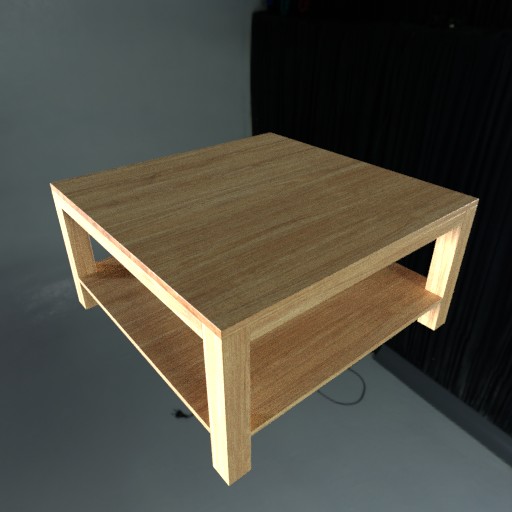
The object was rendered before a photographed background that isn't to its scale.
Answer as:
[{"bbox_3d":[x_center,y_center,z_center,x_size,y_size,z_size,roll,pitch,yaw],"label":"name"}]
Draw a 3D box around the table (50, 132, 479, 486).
[{"bbox_3d":[0.000,0.000,1.425,0.900,0.450,0.900,-23,38,-33],"label":"table"}]
